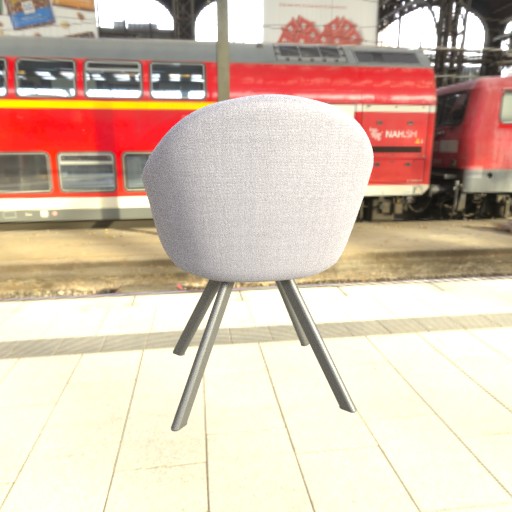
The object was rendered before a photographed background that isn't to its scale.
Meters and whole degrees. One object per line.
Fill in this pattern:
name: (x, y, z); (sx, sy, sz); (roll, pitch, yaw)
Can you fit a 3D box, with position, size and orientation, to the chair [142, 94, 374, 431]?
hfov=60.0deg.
chair: (0.000, 0.000, 1.225); (0.590, 0.795, 0.550); (-2, 14, -9)
